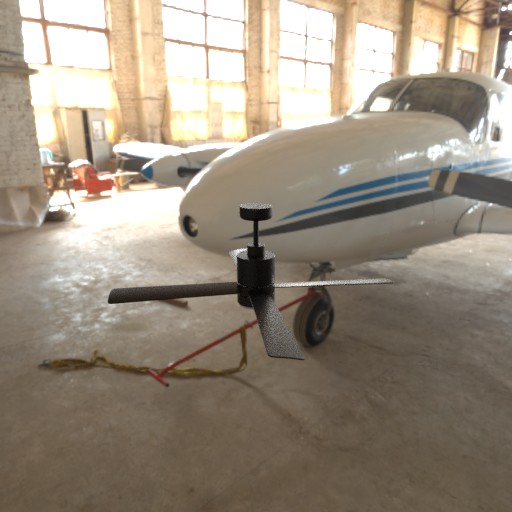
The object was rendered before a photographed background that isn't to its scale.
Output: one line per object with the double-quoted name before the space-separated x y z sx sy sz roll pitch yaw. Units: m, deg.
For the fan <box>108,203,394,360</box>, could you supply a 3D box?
"fan" 0.000 0.000 2.337 1.525 0.534 1.525 -2 17 -8
